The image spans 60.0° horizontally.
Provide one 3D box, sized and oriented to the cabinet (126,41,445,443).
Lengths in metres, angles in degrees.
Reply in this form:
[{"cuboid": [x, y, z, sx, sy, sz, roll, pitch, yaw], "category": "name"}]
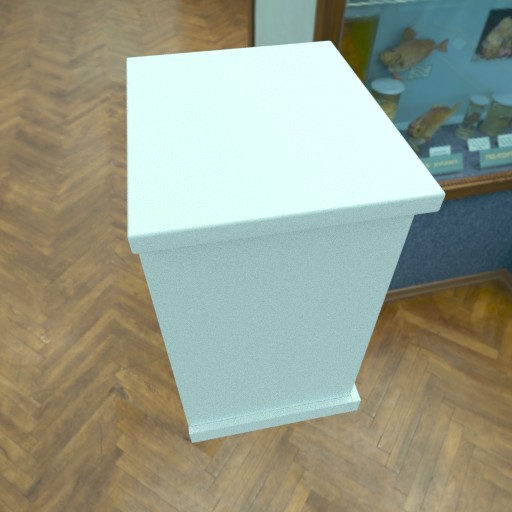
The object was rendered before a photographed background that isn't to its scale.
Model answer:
[{"cuboid": [0.000, 0.000, 1.018, 0.431, 0.723, 0.520, -8, 48, -8], "category": "cabinet"}]
